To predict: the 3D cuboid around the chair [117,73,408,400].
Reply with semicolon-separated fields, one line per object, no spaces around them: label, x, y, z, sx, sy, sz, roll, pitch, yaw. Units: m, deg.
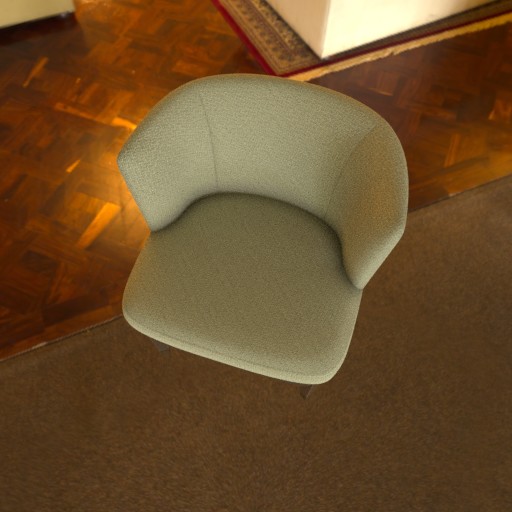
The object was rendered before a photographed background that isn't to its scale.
chair;0.000;0.000;1.314;0.700;0.760;0.660;15;60;9
